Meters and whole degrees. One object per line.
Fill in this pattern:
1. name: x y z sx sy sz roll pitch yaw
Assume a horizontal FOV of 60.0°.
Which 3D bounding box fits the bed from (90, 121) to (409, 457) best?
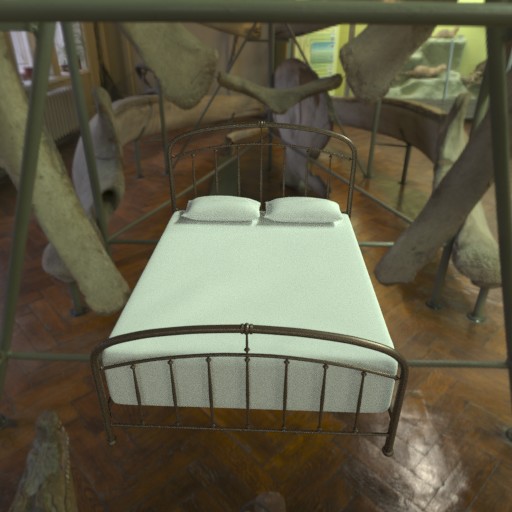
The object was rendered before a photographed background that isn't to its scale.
1. bed: 0.000 0.000 3.214 1.711 1.475 2.168 1 29 2
